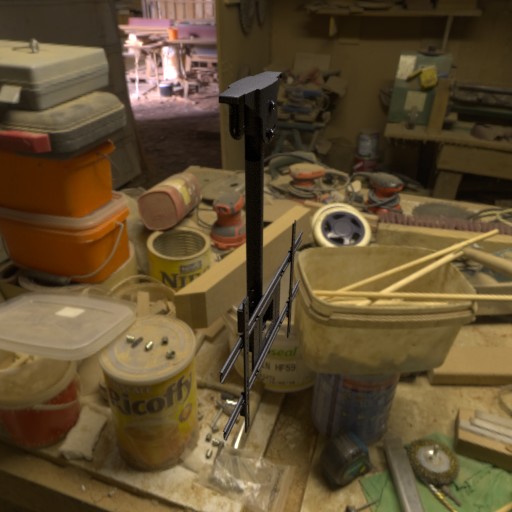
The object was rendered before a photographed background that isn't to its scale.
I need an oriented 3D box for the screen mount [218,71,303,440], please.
[{"bbox_3d":[0.000,0.000,1.046,0.090,0.775,0.595,11,33,17],"label":"screen mount"}]
